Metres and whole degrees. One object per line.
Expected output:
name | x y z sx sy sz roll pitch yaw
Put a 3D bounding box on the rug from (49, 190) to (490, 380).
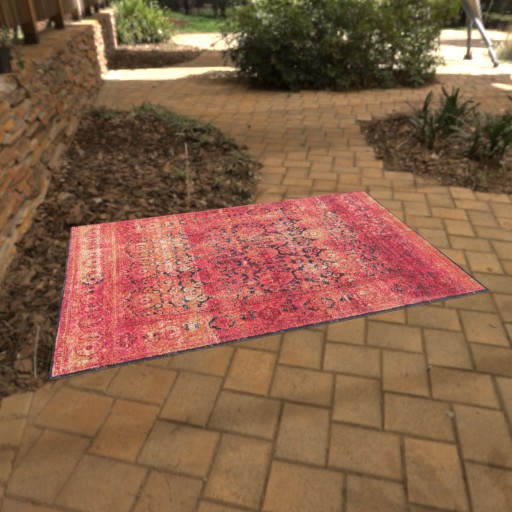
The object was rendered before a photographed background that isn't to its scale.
rug | 0.000 0.000 2.964 2.449 0.018 1.539 -9 33 -14
